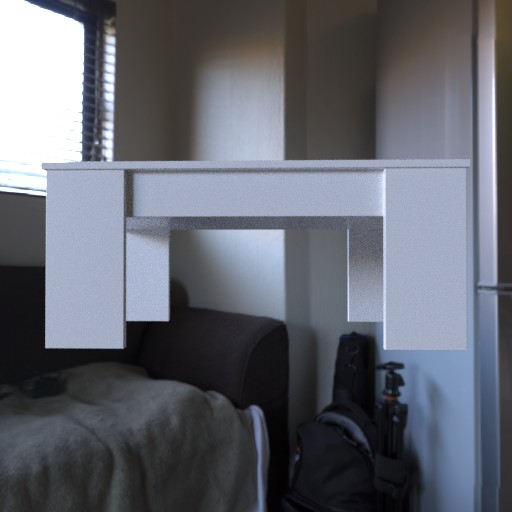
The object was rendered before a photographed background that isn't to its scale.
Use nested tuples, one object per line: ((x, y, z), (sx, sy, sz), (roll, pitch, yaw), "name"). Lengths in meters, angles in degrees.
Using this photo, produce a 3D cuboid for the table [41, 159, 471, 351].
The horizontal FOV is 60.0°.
((0.000, 0.000, 1.278), (1.000, 0.440, 0.500), (0, -1, 2), "table")
